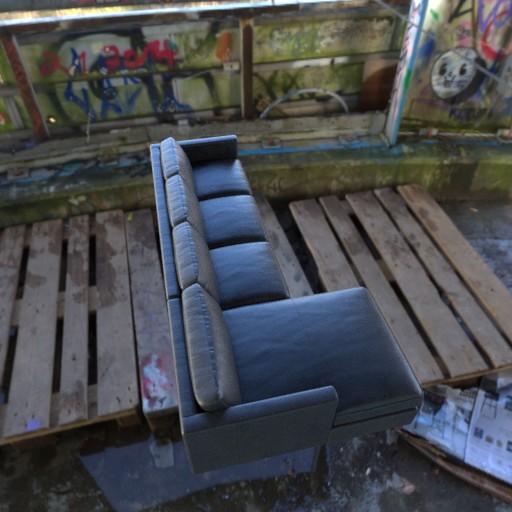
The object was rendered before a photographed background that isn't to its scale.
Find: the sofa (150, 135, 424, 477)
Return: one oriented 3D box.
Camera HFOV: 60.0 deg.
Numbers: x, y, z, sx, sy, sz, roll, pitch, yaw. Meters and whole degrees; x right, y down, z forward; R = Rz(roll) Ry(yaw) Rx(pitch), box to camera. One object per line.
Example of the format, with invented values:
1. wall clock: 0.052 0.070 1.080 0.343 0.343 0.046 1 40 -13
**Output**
1. sofa: 0.000 0.000 3.907 1.581 0.883 3.203 -9 45 -9
